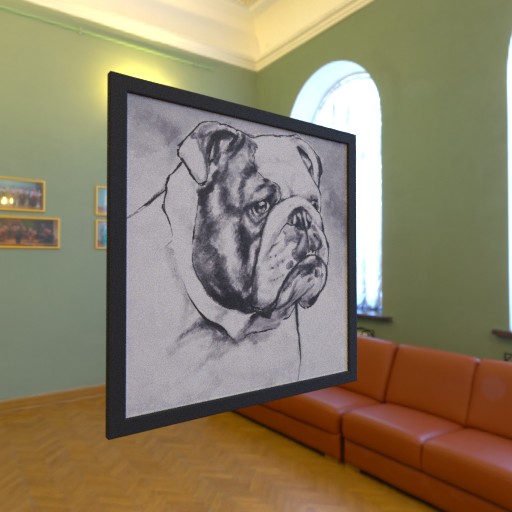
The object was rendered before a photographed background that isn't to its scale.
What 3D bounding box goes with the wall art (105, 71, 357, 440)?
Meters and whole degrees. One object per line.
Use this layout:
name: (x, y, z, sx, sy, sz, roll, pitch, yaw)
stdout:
wall art: (0.000, 0.000, 0.841, 0.562, 0.558, 0.012, 1, -1, -37)
